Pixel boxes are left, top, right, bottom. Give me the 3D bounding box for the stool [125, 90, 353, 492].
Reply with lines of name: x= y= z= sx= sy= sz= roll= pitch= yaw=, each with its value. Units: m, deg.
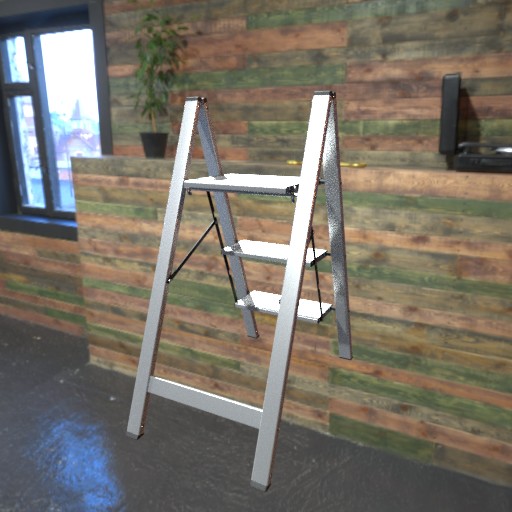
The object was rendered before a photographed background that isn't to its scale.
stool: x=0.000 y=0.000 z=1.316 sx=0.441 sy=0.902 sz=0.730 roll=8 pitch=17 yaw=27
